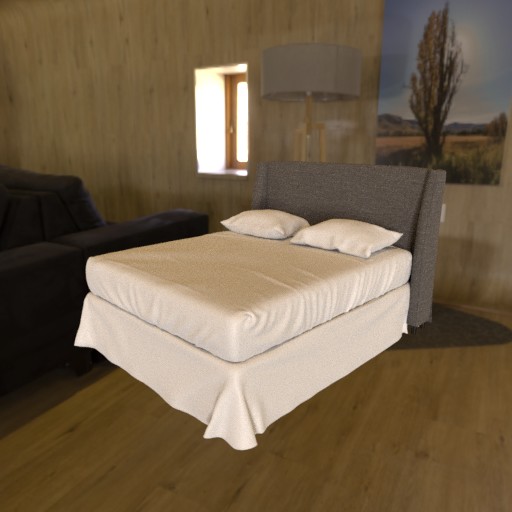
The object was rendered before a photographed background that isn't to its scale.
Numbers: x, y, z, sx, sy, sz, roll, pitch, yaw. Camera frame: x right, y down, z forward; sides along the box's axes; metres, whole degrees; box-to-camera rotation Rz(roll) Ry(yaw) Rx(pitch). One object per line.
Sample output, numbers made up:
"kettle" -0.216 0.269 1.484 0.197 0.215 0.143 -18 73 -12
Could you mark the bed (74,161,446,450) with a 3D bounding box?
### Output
"bed" 0.000 0.000 3.429 1.925 1.332 2.276 14 20 43
